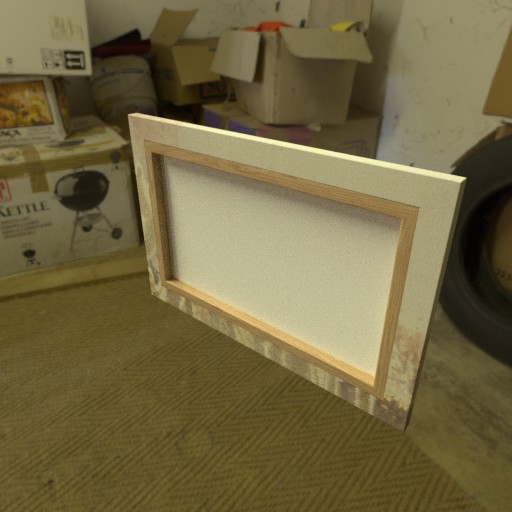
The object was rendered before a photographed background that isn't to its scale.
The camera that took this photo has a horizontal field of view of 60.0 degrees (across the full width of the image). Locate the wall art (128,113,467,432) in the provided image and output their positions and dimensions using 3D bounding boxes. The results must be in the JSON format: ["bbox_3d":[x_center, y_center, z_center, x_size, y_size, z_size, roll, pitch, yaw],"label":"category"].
[{"bbox_3d":[0.000,0.000,1.437,1.142,0.758,0.041,21,35,34],"label":"wall art"}]
